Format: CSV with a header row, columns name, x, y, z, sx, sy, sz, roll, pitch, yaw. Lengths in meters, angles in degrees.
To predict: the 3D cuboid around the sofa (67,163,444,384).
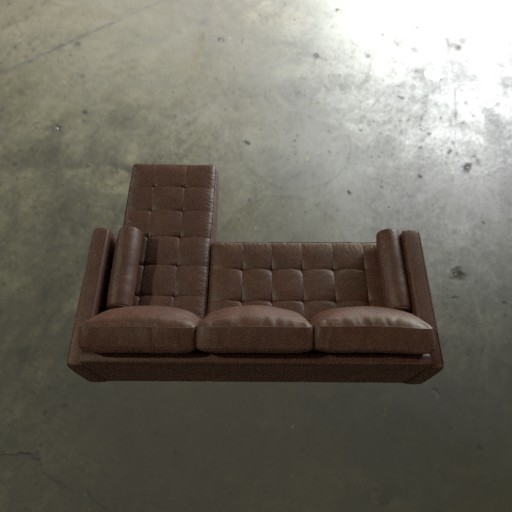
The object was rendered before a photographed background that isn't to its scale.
name,x,y,z,sx,sy,sz,roll,pitch,yaw
sofa,0.000,0.000,3.027,2.185,0.841,1.613,0,63,0
